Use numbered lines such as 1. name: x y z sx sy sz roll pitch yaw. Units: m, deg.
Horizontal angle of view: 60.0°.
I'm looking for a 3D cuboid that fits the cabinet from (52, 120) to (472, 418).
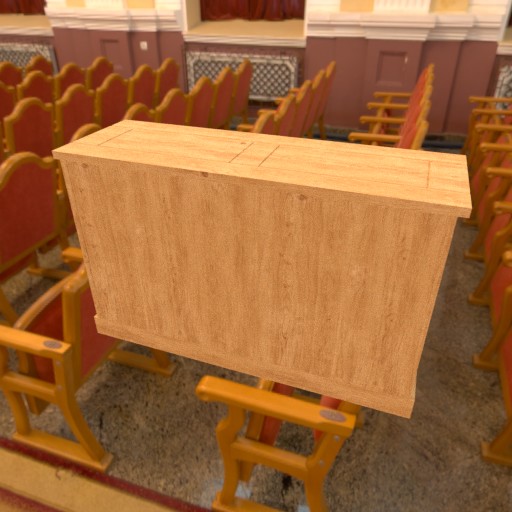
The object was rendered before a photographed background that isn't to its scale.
1. cabinet: 0.000 0.000 1.699 1.321 0.810 0.432 11 33 17
